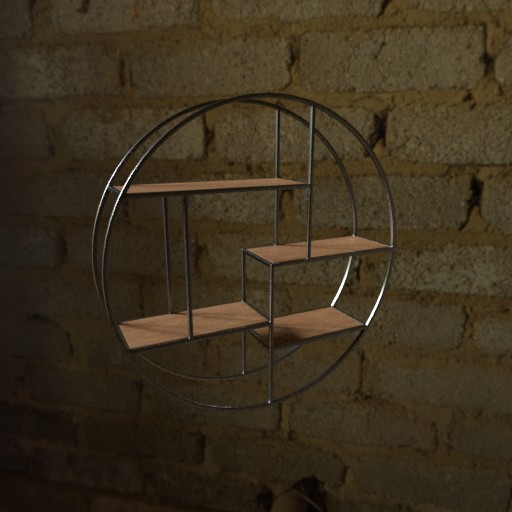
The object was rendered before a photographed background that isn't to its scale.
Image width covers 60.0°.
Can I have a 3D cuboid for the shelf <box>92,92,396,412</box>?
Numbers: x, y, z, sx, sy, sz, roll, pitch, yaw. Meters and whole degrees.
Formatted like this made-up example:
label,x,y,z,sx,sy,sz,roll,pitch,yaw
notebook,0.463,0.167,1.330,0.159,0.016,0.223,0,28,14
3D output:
label,x,y,z,sx,sy,sz,roll,pitch,yaw
shelf,0.000,0.000,1.303,0.888,0.888,0.202,-7,17,-25
